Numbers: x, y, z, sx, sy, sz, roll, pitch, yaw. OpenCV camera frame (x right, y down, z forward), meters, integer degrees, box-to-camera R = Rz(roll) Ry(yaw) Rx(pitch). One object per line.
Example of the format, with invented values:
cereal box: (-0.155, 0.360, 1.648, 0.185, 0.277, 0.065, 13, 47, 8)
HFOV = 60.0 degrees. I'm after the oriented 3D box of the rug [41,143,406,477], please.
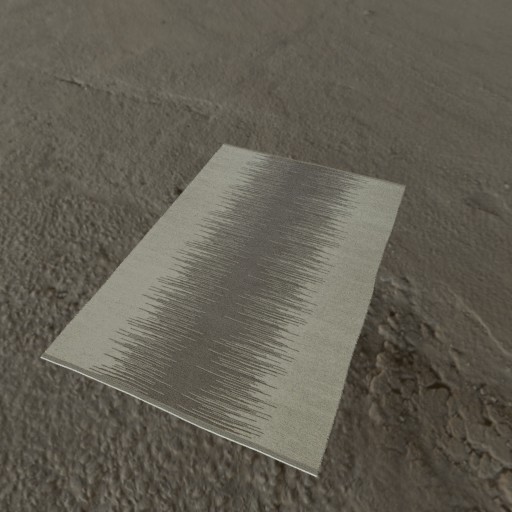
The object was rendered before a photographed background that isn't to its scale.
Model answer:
rug: (0.000, 0.000, 2.293, 1.226, 0.007, 1.815, 17, 49, 16)
